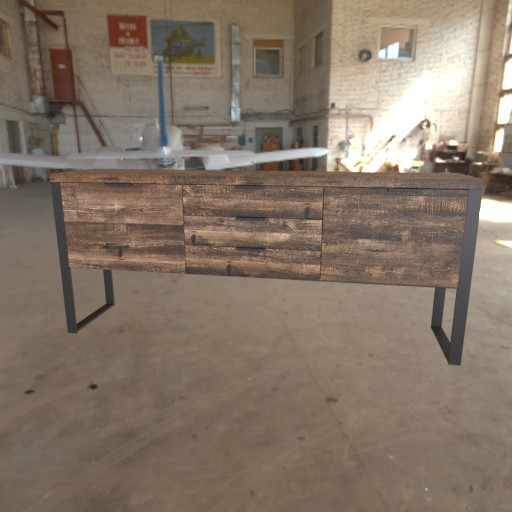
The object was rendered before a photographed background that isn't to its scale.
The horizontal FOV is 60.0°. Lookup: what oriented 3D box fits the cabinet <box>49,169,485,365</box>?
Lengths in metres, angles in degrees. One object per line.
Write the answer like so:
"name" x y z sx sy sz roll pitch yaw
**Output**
"cabinet" 0.000 0.000 2.077 1.800 0.762 0.395 3 15 10
